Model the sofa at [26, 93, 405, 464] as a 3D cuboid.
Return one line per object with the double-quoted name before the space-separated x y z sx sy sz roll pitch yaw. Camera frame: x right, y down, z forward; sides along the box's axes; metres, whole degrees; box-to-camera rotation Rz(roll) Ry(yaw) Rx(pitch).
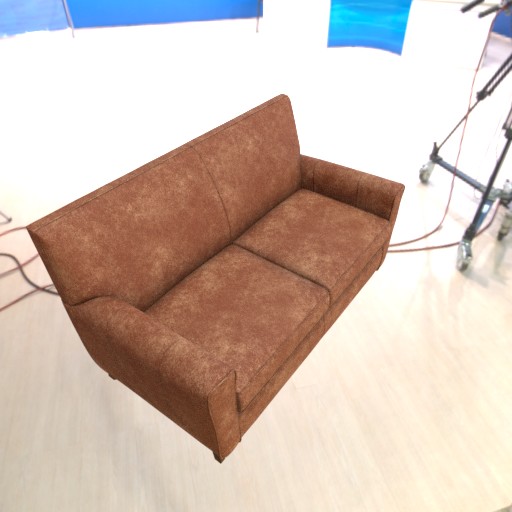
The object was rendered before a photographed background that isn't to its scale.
"sofa" 0.000 0.000 1.986 0.787 0.871 1.473 26 47 27
